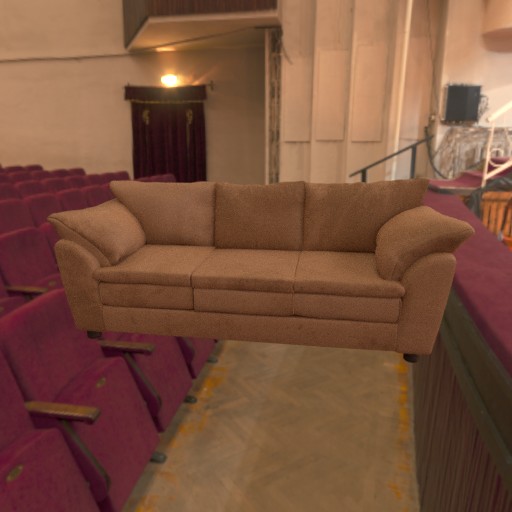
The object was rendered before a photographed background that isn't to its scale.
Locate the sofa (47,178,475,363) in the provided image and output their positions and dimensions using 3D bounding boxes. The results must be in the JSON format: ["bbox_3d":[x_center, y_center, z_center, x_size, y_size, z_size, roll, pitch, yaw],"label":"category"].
[{"bbox_3d":[0.000,0.000,2.858,2.377,0.981,0.893,2,14,9],"label":"sofa"}]
